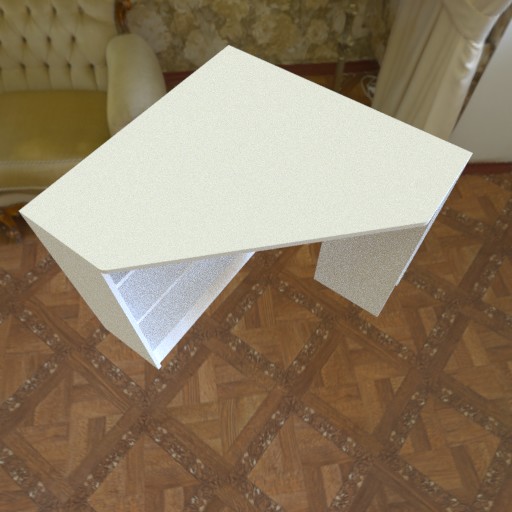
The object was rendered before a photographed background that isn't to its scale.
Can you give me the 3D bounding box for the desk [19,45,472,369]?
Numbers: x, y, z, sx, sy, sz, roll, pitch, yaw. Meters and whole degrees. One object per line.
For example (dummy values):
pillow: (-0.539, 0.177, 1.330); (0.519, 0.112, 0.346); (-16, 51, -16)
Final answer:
desk: (0.000, 0.000, 1.619); (0.926, 0.818, 0.940); (32, 63, 18)
